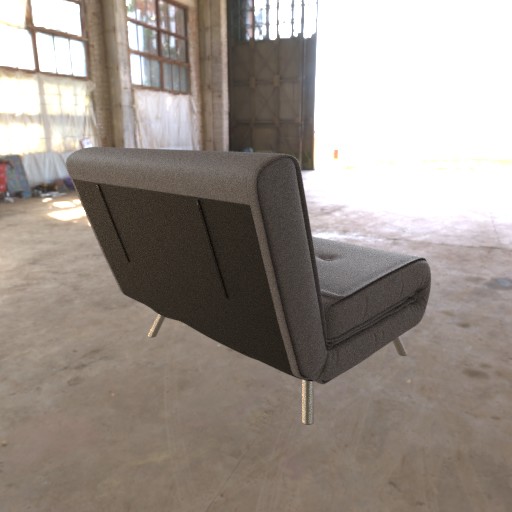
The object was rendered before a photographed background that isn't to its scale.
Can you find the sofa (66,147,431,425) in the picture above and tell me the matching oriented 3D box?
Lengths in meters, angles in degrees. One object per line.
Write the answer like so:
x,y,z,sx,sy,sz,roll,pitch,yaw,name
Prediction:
0.000,0.000,1.729,1.020,0.825,1.000,14,21,43,sofa
